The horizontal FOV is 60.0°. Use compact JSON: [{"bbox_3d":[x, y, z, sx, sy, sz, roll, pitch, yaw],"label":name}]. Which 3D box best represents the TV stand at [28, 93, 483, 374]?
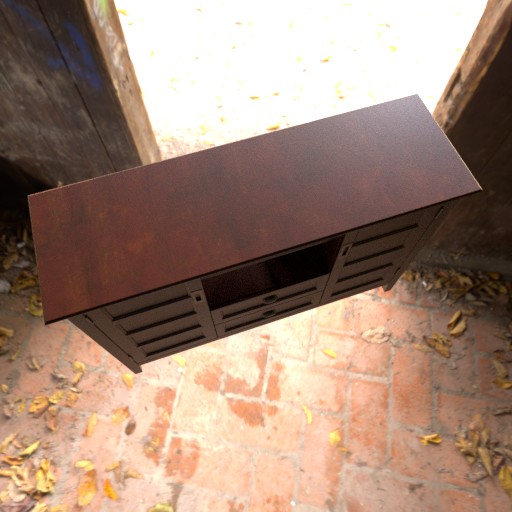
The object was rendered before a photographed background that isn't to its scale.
[{"bbox_3d":[0.000,0.000,1.807,1.372,0.915,0.445,-17,65,-8],"label":"TV stand"}]
